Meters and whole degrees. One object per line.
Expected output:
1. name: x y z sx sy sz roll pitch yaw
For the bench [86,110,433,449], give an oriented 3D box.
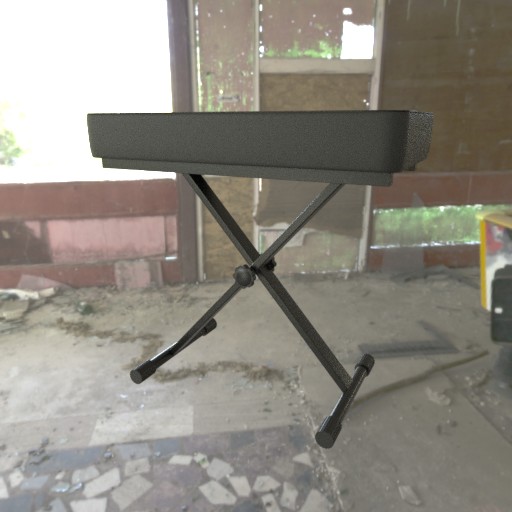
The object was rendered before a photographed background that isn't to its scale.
1. bench: 0.000 0.000 0.914 0.600 0.561 0.300 9 19 26
